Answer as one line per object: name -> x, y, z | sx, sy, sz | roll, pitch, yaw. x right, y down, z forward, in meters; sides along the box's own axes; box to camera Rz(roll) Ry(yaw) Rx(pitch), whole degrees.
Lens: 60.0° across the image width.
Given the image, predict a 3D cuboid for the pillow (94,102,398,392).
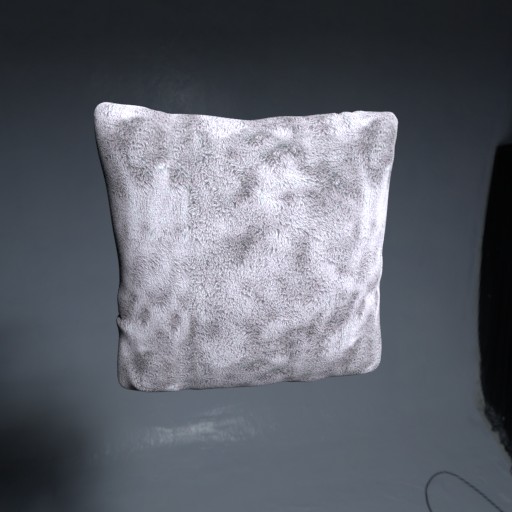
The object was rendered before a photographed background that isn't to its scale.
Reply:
pillow -> 0.000, 0.000, 0.797 | 0.522, 0.520, 0.204 | -3, 16, -9
